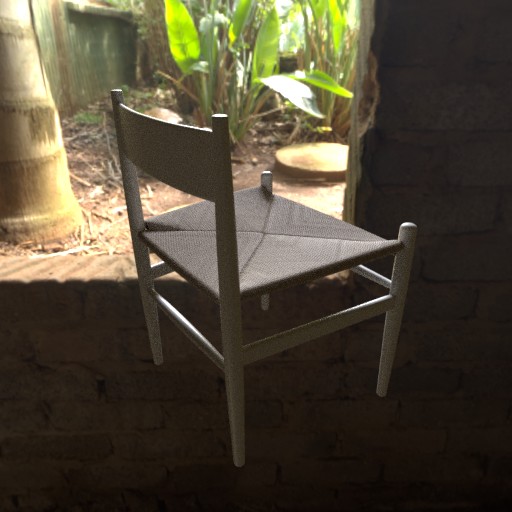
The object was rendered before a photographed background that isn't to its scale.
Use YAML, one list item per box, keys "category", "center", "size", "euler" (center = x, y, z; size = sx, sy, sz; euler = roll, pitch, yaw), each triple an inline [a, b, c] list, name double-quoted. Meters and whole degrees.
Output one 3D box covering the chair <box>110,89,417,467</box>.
- category: "chair"
  center: [0.000, 0.000, 1.092]
  size: [0.495, 0.762, 0.556]
  euler: [-18, 31, -32]
